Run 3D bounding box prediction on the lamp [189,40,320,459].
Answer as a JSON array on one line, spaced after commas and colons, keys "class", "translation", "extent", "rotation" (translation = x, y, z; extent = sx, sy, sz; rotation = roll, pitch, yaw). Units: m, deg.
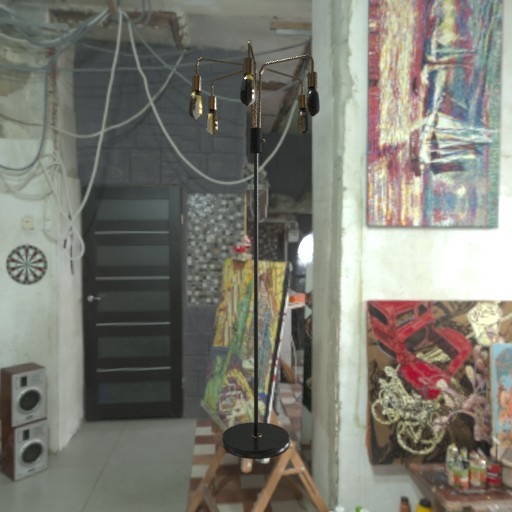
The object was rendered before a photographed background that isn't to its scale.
[{"class": "lamp", "translation": [0.000, 0.000, 2.028], "extent": [0.599, 1.721, 0.572], "rotation": [-1, 1, -35]}]
